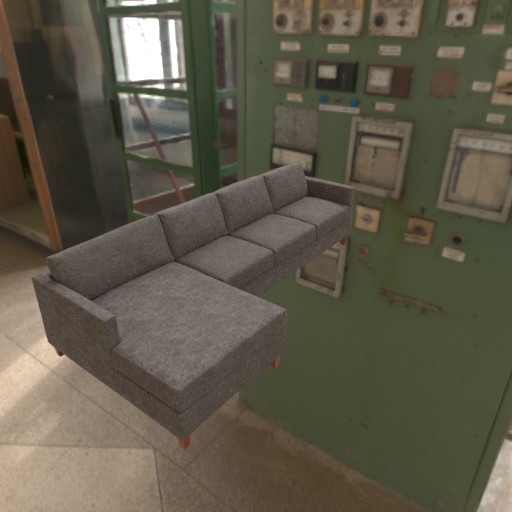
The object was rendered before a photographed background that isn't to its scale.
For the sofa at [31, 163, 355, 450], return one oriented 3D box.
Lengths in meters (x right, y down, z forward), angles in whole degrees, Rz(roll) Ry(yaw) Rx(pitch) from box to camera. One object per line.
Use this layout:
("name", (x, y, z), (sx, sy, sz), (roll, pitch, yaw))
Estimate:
("sofa", (0.000, 0.000, 4.197), (1.606, 0.954, 3.471), (20, 33, 33))
